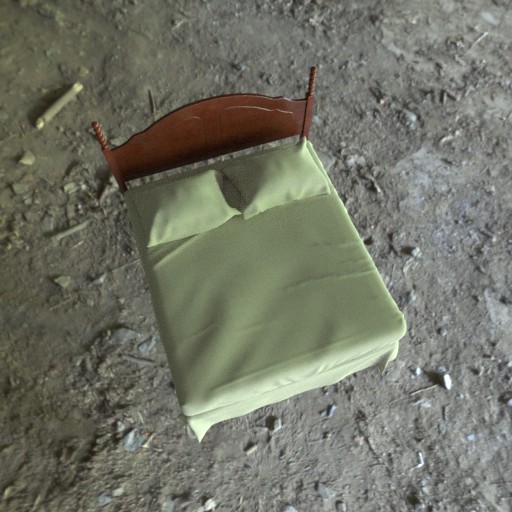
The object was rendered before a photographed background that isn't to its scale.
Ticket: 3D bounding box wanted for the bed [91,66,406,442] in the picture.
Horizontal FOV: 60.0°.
[{"bbox_3d":[0.000,0.000,3.277,1.873,1.356,2.040,-17,64,-9],"label":"bed"}]
